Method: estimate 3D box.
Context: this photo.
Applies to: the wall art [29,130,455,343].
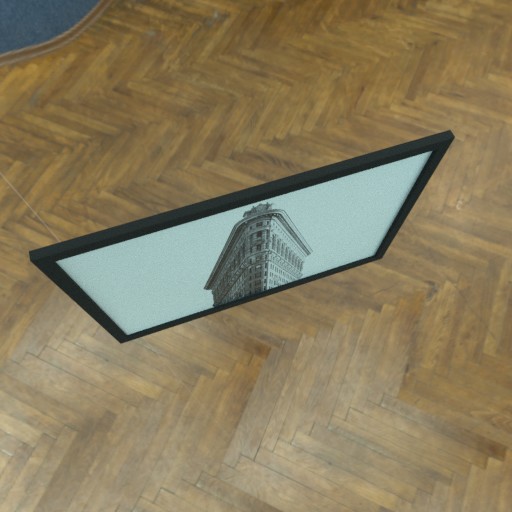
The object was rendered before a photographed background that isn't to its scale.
[{"bbox_3d":[0.000,0.000,1.249,0.958,0.656,0.026,-17,66,-8],"label":"wall art"}]
